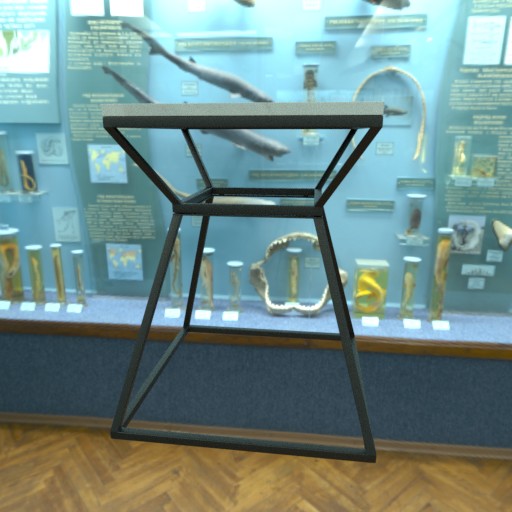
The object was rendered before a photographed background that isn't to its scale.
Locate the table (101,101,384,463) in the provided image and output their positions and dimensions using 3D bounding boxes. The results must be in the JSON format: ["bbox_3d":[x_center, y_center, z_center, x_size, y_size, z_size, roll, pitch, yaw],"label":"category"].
[{"bbox_3d":[0.000,0.000,0.891,0.455,0.559,0.455,2,16,7],"label":"table"}]
